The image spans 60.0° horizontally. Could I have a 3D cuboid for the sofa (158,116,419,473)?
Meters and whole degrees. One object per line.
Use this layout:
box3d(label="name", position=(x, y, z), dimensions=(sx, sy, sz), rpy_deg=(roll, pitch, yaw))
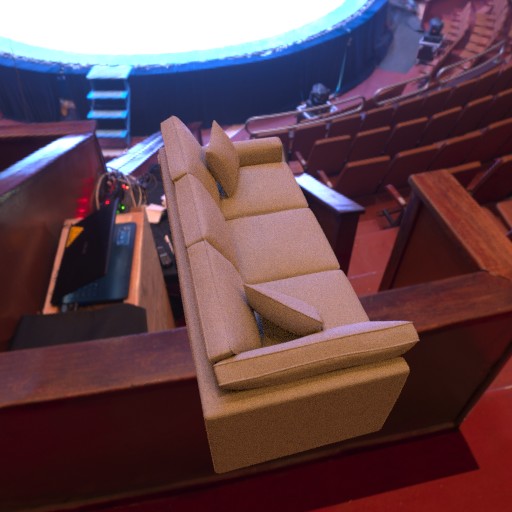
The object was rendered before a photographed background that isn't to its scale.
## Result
box3d(label="sofa", position=(0.000, 0.000, 2.964), dimensions=(1.061, 0.962, 2.317), rpy_deg=(-10, 47, -10))
